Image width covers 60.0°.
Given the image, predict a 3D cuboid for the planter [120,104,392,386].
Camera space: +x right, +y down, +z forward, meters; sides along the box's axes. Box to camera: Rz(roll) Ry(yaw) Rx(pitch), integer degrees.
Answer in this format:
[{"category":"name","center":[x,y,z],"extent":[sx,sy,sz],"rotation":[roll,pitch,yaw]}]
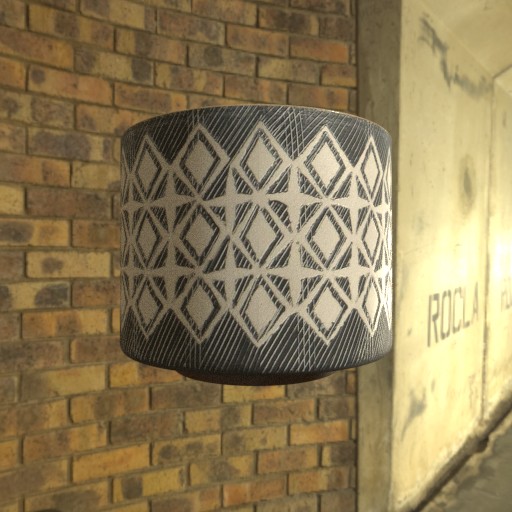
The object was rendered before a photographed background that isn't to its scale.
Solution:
[{"category":"planter","center":[0.000,0.000,0.216],"extent":[0.126,0.104,0.126],"rotation":[0,-1,0]}]
